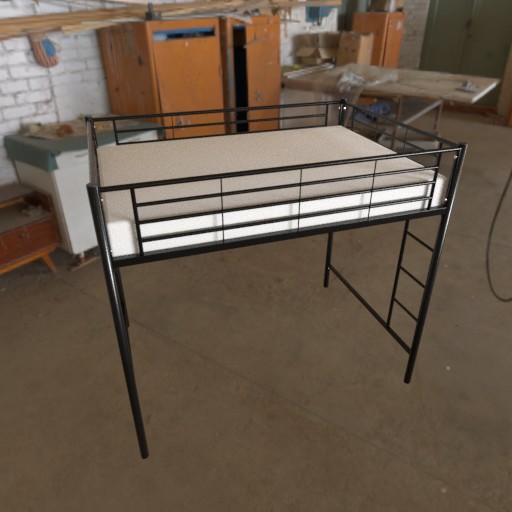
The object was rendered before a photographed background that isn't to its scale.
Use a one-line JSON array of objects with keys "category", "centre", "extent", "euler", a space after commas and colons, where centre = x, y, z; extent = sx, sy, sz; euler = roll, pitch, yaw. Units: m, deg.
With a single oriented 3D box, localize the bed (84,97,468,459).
[{"category": "bed", "centre": [0.000, 0.000, 3.158], "extent": [1.994, 1.803, 1.397], "euler": [-10, 31, -16]}]
